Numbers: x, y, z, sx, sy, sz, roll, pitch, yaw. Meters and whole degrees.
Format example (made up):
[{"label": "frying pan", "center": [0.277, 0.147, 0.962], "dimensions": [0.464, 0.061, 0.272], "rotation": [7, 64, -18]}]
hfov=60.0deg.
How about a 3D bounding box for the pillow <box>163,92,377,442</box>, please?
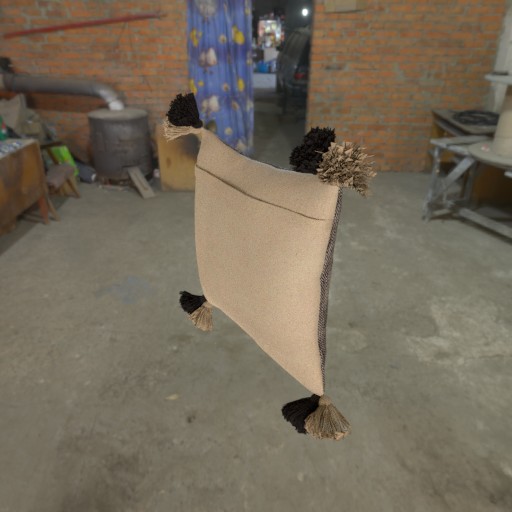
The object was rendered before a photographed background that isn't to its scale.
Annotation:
[{"label": "pillow", "center": [0.000, 0.000, 0.993], "dimensions": [0.170, 0.659, 0.654], "rotation": [-17, 32, -30]}]
